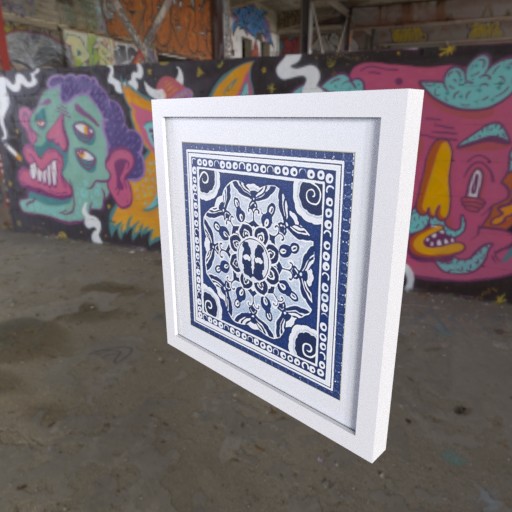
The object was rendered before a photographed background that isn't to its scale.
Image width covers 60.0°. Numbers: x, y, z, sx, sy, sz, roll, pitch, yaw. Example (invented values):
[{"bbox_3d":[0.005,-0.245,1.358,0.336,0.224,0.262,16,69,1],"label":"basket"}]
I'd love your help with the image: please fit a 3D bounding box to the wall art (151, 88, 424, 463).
[{"bbox_3d":[0.000,0.000,0.522,0.355,0.355,0.027,16,24,42],"label":"wall art"}]
